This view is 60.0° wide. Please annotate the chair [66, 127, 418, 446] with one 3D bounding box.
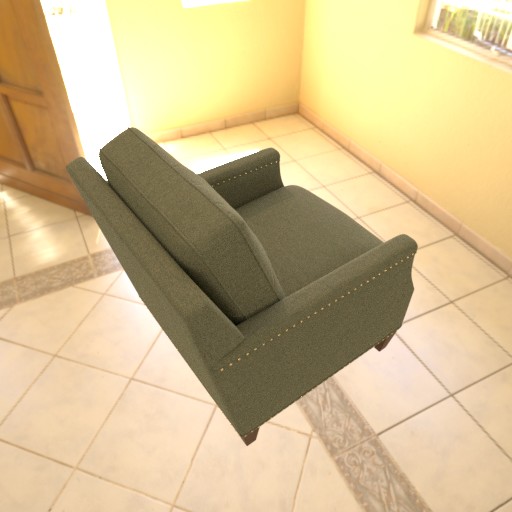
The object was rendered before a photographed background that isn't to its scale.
[{"bbox_3d":[0.000,0.000,1.771,1.031,1.031,0.885,-26,48,-26],"label":"chair"}]
